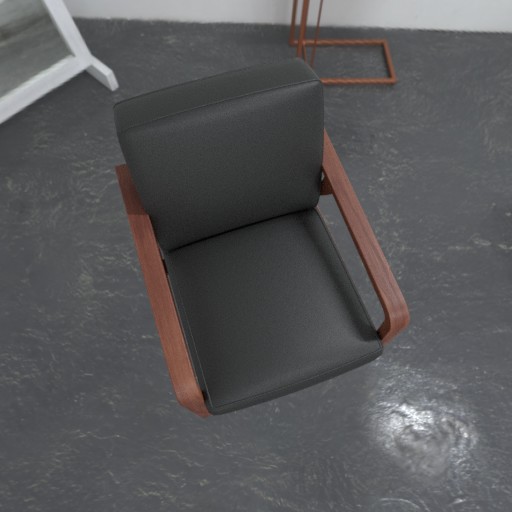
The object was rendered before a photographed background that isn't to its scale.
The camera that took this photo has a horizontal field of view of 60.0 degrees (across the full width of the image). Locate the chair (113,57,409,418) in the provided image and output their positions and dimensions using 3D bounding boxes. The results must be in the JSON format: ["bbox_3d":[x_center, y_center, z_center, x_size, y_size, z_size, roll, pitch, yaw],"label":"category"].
[{"bbox_3d":[0.000,0.000,1.490,0.719,0.861,0.889,-17,67,-8],"label":"chair"}]
